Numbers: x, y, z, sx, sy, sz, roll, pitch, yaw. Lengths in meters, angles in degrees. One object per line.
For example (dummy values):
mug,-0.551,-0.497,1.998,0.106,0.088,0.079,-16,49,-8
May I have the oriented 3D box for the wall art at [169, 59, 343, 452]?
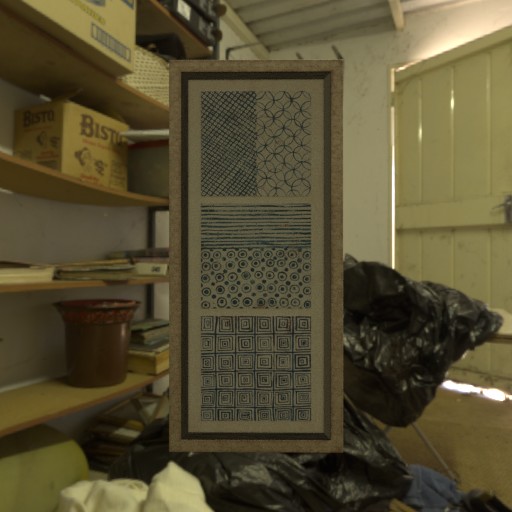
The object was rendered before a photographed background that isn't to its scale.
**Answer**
wall art,0.000,0.000,1.674,0.648,1.461,0.051,0,0,1
